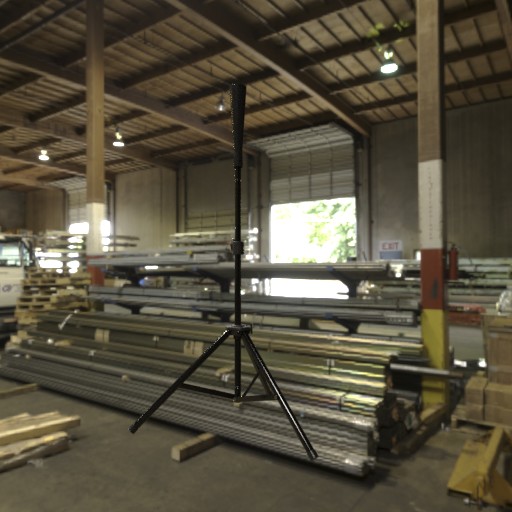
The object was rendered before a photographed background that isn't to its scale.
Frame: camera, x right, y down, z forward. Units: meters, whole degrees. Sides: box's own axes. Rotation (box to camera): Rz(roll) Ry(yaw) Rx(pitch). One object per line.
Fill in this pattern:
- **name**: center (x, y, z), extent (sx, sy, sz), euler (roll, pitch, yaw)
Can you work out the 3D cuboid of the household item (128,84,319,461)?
- **household item**: center (0.000, 0.000, 1.403), extent (0.559, 1.067, 0.559), euler (-1, -1, 35)
